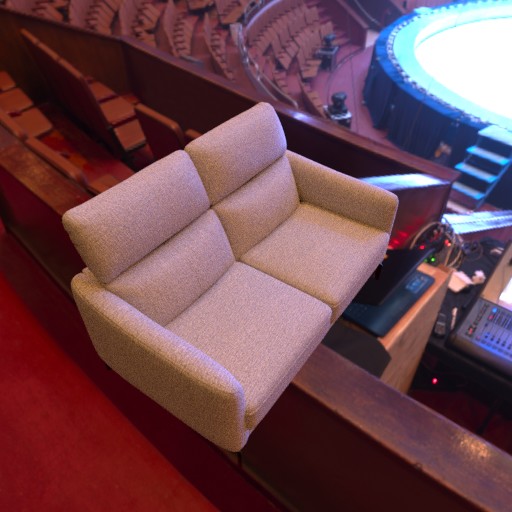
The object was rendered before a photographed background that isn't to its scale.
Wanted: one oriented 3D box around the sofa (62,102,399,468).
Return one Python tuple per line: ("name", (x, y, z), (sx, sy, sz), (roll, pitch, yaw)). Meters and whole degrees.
("sofa", (0.000, 0.000, 2.175), (0.905, 0.950, 1.540), (25, 47, 26))
